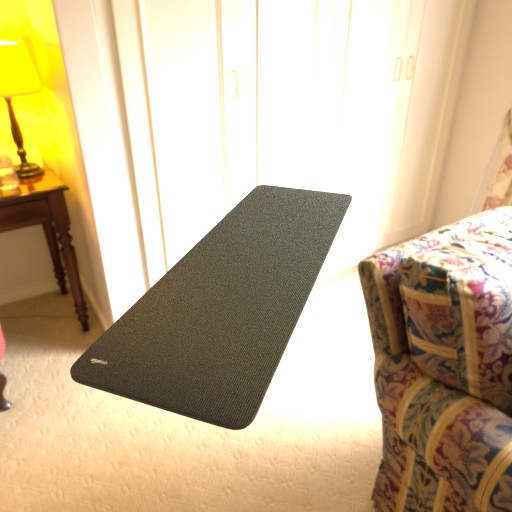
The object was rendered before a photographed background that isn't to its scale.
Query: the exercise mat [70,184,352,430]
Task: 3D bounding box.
[{"bbox_3d":[0.000,0.000,2.046,0.616,0.021,1.869,10,30,17],"label":"exercise mat"}]
